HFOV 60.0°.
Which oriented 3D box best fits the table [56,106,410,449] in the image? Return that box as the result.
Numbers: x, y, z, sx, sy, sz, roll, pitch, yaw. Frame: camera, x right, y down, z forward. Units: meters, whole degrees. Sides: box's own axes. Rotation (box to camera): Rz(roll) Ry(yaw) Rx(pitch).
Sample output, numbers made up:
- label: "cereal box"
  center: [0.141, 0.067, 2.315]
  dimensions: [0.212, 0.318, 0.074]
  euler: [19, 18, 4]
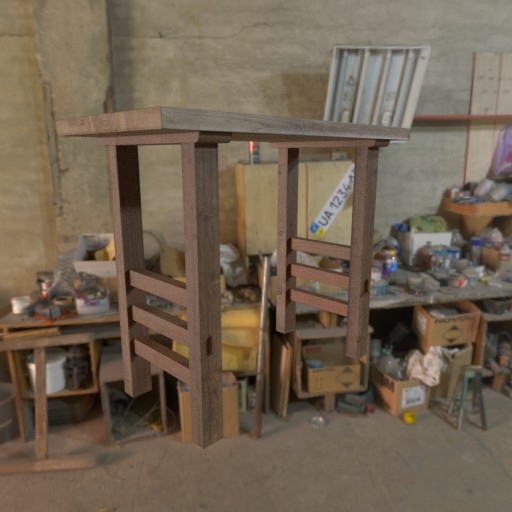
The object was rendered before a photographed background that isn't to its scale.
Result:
- label: "table"
  center: [0.000, 0.000, 1.605]
  dimensions: [1.119, 0.914, 0.556]
  euler: [-13, 18, -44]
